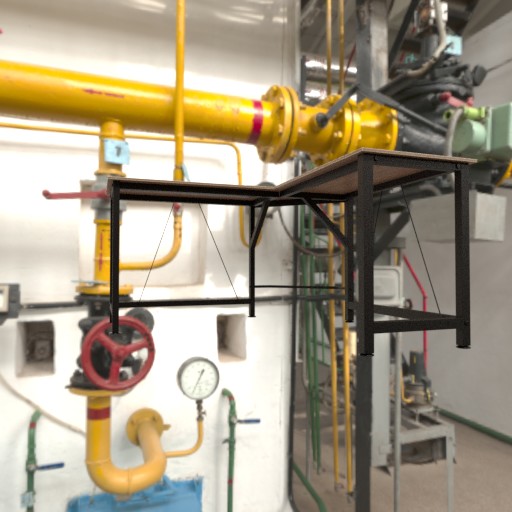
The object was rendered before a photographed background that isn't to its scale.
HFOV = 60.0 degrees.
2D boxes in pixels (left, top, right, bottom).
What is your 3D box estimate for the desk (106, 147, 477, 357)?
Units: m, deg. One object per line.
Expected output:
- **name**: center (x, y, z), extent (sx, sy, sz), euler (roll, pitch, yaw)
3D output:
- **desk**: center (0.000, 0.000, 2.207), extent (1.400, 0.762, 1.400), euler (0, -1, -20)
